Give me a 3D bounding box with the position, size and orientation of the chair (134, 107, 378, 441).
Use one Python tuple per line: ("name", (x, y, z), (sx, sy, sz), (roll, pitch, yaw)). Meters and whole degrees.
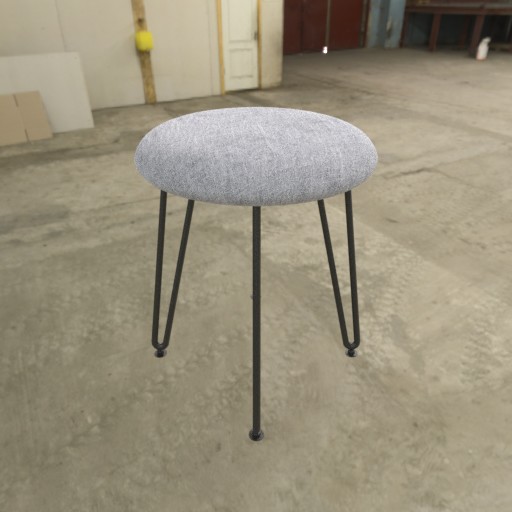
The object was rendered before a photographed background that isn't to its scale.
("chair", (0.000, 0.000, 0.659), (0.350, 0.386, 0.350), (0, 31, 0))
